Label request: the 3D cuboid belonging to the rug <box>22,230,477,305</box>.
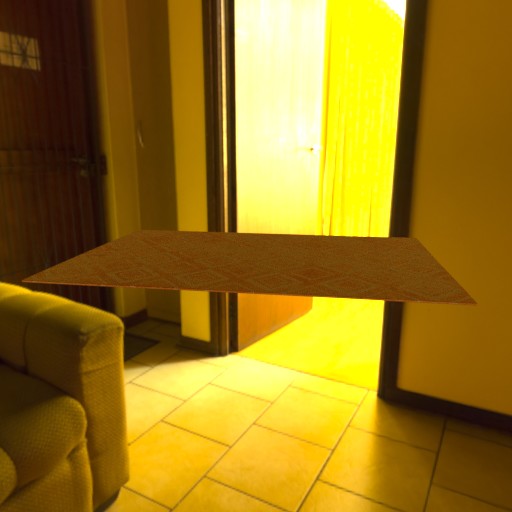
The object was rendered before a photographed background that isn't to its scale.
[{"bbox_3d":[0.000,0.000,2.321,1.829,0.010,1.213,2,14,9],"label":"rug"}]
